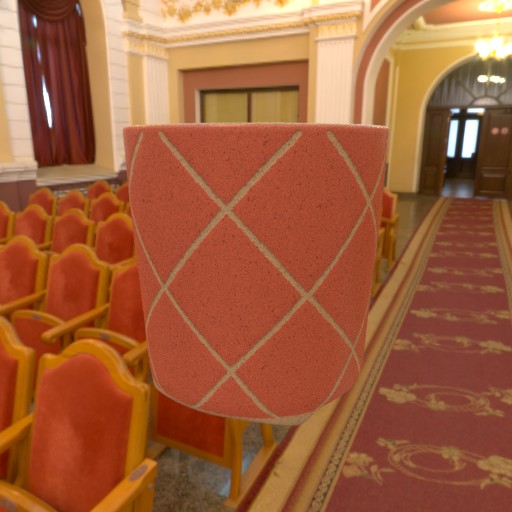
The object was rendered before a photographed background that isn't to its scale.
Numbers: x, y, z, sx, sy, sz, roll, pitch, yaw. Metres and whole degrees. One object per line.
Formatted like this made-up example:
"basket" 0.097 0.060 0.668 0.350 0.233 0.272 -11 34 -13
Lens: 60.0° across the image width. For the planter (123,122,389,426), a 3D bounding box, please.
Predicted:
"planter" 0.000 0.000 0.422 0.227 0.235 0.227 0 14 0
